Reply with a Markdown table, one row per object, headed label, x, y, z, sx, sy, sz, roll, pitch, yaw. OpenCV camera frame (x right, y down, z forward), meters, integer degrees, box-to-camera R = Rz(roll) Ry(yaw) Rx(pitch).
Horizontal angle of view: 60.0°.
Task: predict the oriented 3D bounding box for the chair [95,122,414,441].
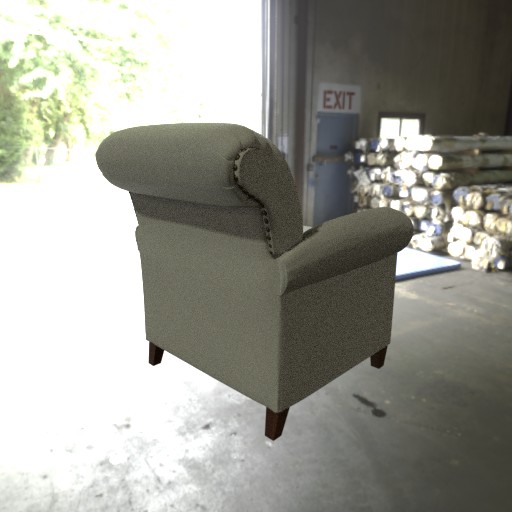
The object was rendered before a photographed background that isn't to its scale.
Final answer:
| label | x | y | z | sx | sy | sz | roll | pitch | yaw |
| --- | --- | --- | --- | --- | --- | --- | --- | --- | --- |
| chair | 0.000 | 0.000 | 1.639 | 0.854 | 0.927 | 0.890 | 14 | 20 | 43 |
